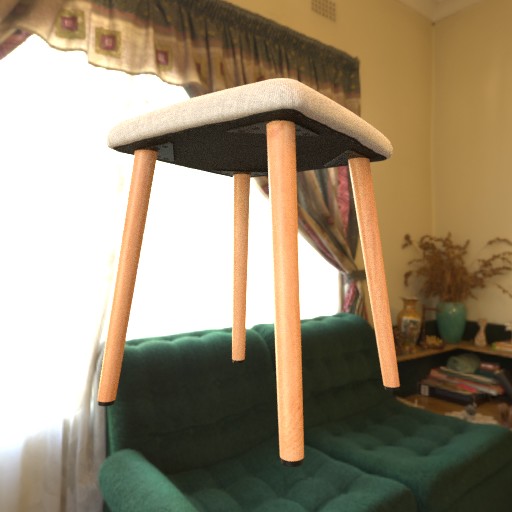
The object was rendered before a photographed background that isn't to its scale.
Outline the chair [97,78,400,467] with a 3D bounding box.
[{"bbox_3d":[0.000,0.000,0.697,0.350,0.440,0.350,0,0,36],"label":"chair"}]
